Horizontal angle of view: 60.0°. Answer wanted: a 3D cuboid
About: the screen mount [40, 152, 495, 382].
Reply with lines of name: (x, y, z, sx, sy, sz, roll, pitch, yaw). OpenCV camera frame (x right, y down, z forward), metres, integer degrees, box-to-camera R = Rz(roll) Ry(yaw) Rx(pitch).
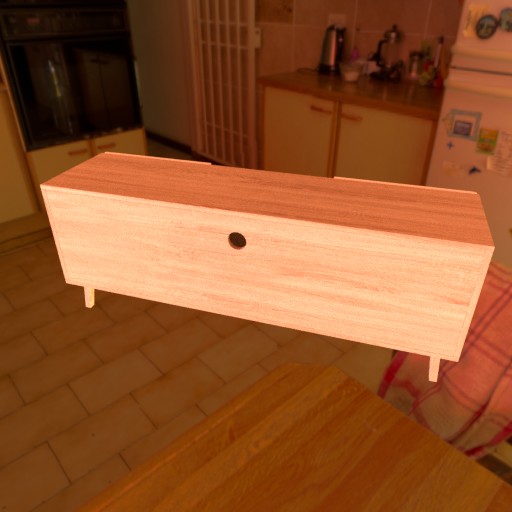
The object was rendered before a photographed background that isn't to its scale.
screen mount: (0.000, 0.000, 1.722, 1.500, 0.570, 0.420, 9, 32, 15)
